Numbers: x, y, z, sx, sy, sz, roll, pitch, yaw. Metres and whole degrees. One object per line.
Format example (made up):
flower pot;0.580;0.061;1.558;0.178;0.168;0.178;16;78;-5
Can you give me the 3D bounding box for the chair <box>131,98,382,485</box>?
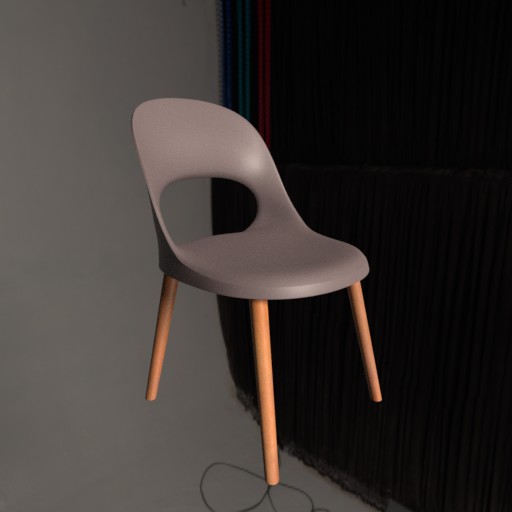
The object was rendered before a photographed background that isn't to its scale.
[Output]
chair;0.000;0.000;1.132;0.556;0.794;0.470;14;20;43
